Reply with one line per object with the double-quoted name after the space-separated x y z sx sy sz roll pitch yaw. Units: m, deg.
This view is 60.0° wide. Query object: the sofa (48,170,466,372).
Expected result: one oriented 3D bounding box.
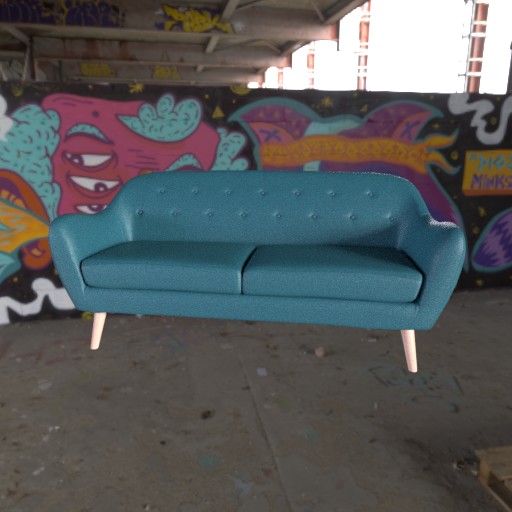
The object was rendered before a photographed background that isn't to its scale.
0.000 0.000 2.299 1.840 0.836 0.820 2 14 8 "sofa"
